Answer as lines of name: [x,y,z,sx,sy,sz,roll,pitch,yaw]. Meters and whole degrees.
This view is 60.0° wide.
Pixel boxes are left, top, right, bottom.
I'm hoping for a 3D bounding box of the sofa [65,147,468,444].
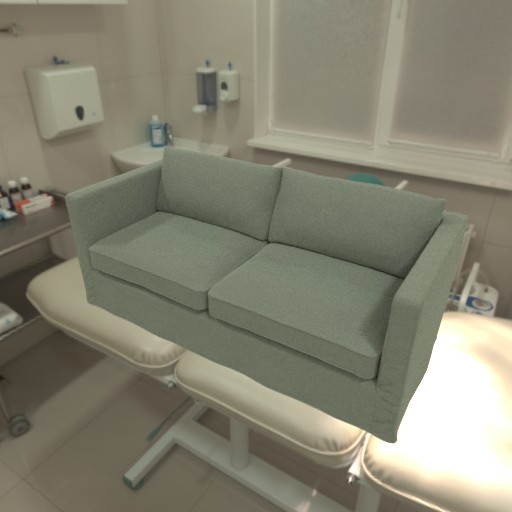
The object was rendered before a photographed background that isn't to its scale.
sofa: [0.000,0.000,2.481,1.987,0.870,0.940,17,34,28]
